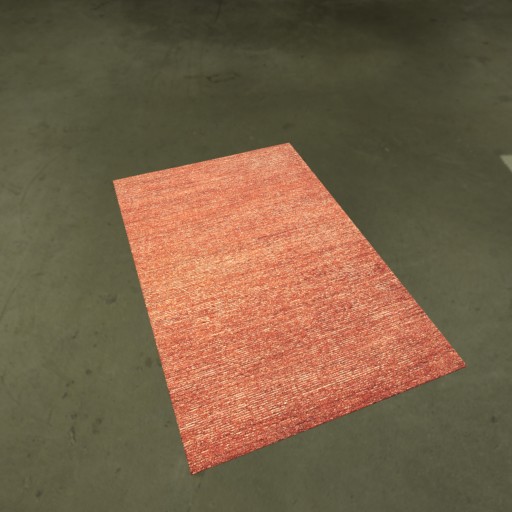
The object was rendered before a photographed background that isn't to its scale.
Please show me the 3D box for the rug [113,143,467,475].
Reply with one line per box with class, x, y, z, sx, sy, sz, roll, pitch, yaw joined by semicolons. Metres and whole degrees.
rug;0.000;0.000;2.191;1.139;0.011;1.747;-16;48;-14
